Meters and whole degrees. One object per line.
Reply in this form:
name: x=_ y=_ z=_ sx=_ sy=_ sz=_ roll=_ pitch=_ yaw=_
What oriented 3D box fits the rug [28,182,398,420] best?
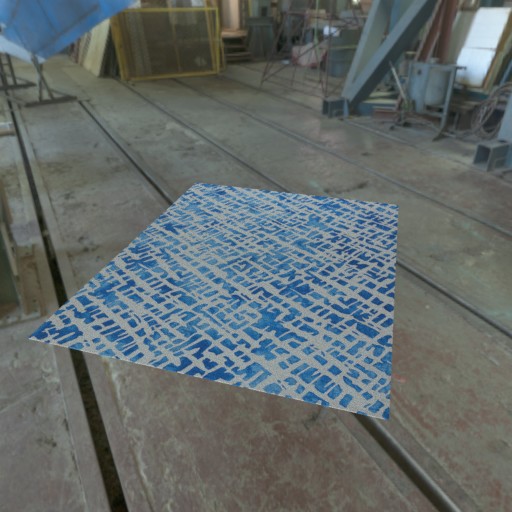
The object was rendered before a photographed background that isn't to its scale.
rug: x=0.000 y=0.000 z=4.008 sx=2.435 sy=0.007 sz=3.007 roll=9 pitch=32 yaw=14
